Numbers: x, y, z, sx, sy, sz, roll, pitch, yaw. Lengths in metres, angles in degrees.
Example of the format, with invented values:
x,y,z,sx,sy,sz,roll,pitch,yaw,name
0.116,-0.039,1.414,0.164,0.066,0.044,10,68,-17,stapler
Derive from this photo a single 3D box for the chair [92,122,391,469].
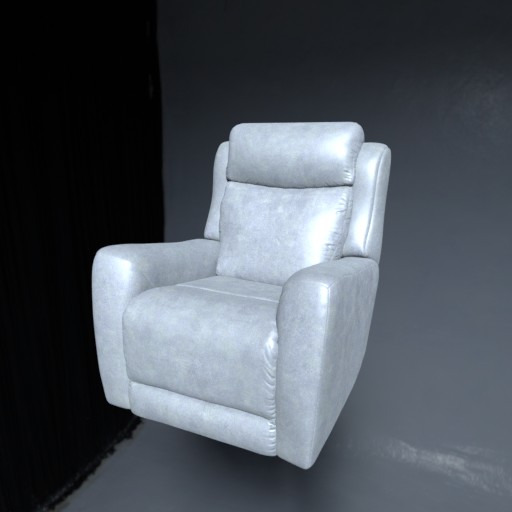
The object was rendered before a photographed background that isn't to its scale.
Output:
x,y,z,sx,sy,sz,roll,pitch,yaw,name
0.000,0.000,1.901,0.967,1.116,1.068,7,17,25,chair
